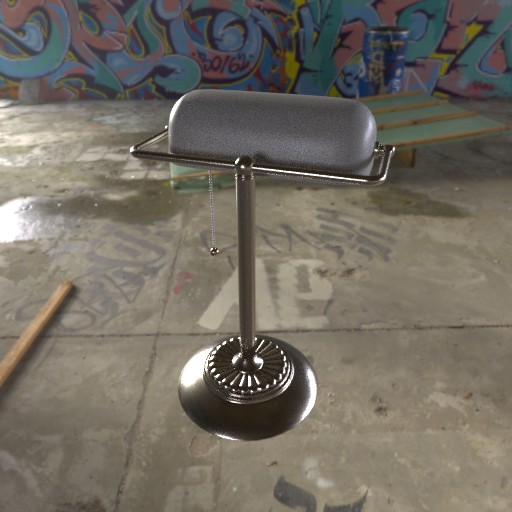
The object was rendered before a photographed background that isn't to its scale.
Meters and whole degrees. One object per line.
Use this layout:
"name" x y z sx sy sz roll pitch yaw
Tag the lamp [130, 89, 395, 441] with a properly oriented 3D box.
"lamp" 0.000 0.000 0.509 0.264 0.339 0.243 10 32 16
